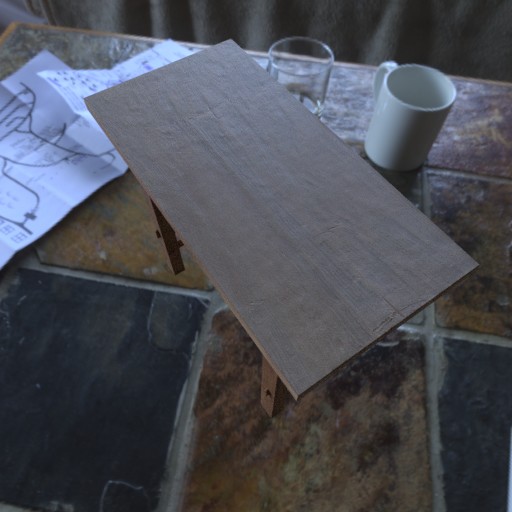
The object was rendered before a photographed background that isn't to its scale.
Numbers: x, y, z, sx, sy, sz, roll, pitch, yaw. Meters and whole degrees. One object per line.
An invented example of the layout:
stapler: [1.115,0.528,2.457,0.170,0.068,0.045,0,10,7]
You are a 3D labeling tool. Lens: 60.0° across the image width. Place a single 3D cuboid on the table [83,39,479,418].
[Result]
table: [0.000,0.000,1.629,0.556,0.914,1.119,-30,63,-17]
